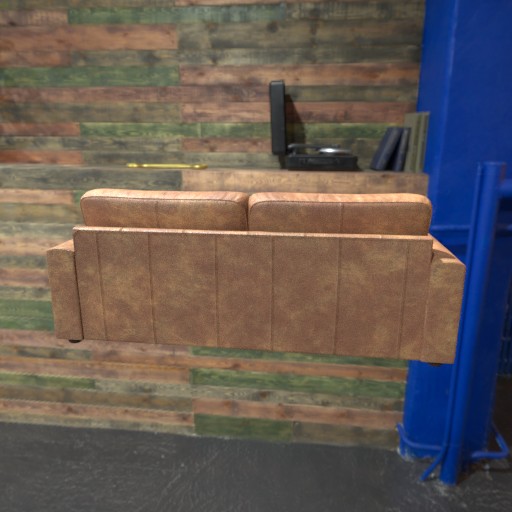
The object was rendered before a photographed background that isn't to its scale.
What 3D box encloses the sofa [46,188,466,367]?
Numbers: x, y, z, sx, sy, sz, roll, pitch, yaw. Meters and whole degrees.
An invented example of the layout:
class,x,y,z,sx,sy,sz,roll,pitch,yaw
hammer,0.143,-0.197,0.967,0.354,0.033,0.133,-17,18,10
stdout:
class,x,y,z,sx,sy,sz,roll,pitch,yaw
sofa,0.000,0.000,2.772,2.179,0.873,1.016,2,15,7
